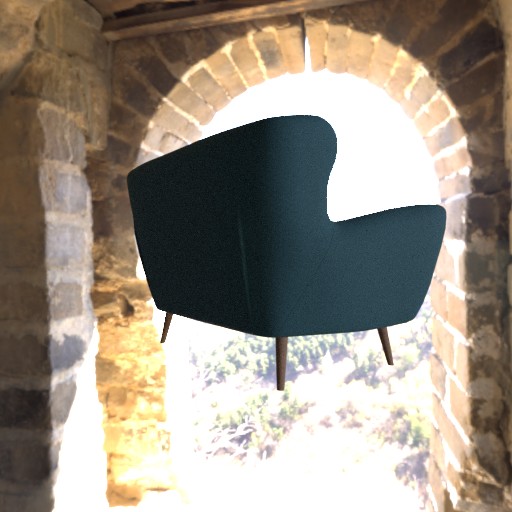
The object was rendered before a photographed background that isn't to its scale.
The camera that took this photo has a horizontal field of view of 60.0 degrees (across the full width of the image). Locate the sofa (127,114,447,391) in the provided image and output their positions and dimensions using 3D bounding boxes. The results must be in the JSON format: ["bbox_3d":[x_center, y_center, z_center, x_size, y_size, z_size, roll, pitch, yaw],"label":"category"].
[{"bbox_3d":[0.000,0.000,2.013,0.889,0.889,1.397,0,1,-36],"label":"sofa"}]
